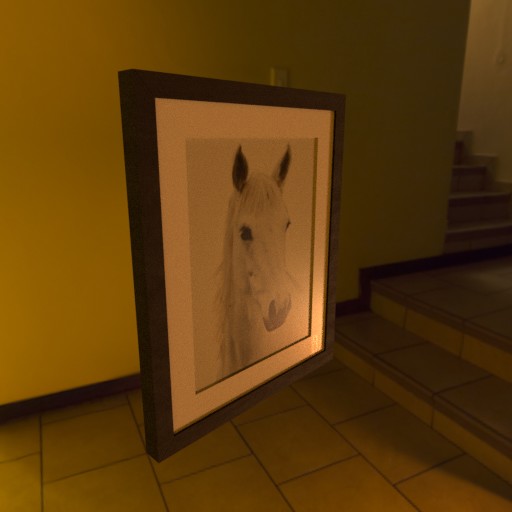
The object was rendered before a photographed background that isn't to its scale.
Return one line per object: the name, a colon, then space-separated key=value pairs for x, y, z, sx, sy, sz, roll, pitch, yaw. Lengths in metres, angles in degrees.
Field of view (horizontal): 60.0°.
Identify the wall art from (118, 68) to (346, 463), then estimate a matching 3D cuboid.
wall art: x=0.000 y=0.000 z=0.764 sx=0.034 sy=0.552 sz=0.455 roll=14 pitch=20 yaw=42
